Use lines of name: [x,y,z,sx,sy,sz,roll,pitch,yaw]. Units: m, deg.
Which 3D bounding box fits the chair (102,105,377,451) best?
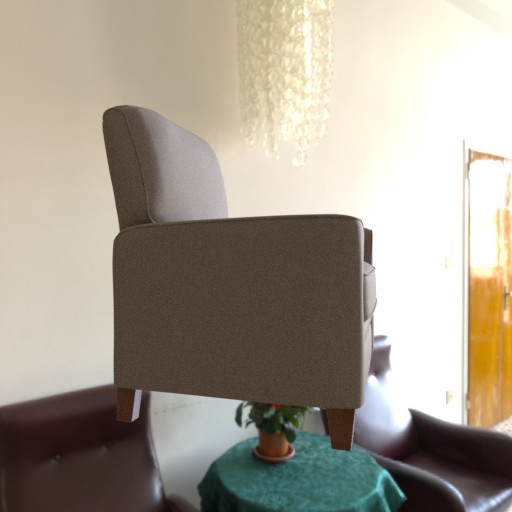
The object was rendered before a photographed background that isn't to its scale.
chair: [0.000,0.000,1.634,0.859,1.023,0.845,0,1,17]
